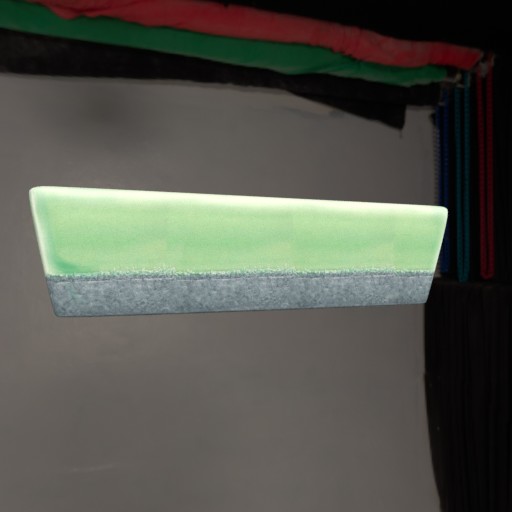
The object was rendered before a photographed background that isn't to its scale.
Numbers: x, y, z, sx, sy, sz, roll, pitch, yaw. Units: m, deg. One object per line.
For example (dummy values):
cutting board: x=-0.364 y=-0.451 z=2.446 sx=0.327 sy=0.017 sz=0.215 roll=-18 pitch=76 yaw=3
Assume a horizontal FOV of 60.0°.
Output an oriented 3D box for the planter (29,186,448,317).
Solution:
planter: x=0.000 y=0.000 z=0.306 sx=0.275 sy=0.072 sz=0.072 roll=0 pitch=-1 yaw=-19
